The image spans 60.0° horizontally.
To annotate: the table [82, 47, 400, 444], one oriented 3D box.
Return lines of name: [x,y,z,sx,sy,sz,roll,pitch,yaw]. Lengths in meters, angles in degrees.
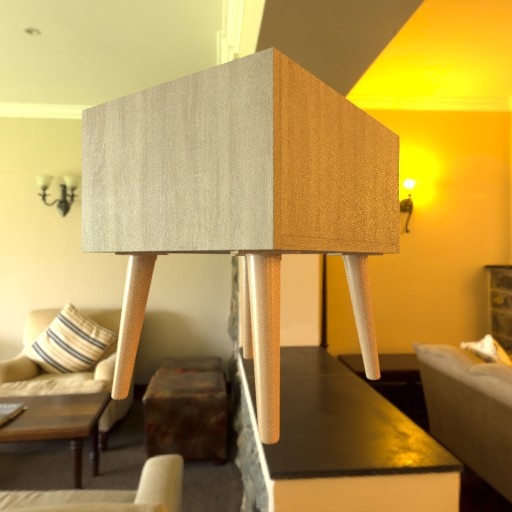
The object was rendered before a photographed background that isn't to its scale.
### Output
table: [0.000,0.000,0.791,0.370,0.470,0.450,0,0,36]
